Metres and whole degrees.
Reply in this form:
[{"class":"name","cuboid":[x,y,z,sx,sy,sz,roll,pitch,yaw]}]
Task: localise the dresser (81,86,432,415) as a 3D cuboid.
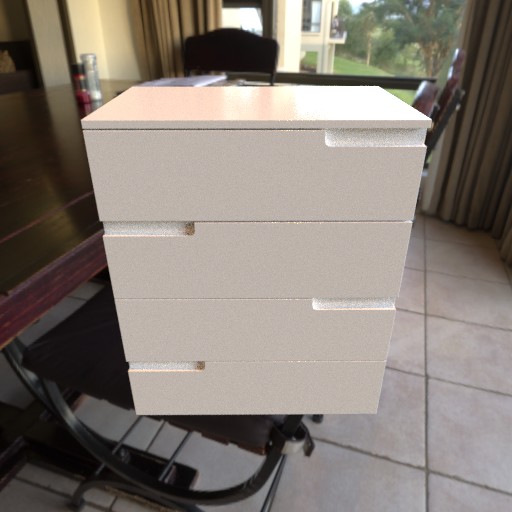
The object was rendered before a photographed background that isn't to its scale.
[{"class":"dresser","cuboid":[0.000,0.000,1.189,0.650,0.800,0.400,0,29,0]}]
